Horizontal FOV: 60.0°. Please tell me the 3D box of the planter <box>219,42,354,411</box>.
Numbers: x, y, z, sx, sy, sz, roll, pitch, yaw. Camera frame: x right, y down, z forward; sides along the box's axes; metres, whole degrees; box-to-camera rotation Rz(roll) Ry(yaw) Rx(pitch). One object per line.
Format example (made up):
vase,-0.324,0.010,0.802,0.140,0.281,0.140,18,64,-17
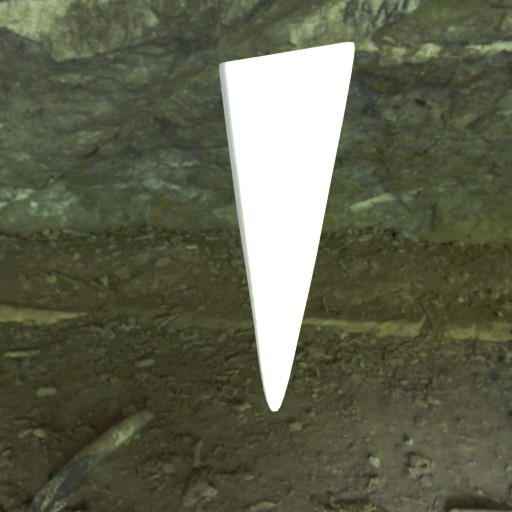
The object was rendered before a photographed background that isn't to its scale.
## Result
planter,0.000,0.000,0.393,0.143,0.338,0.065,13,20,41
